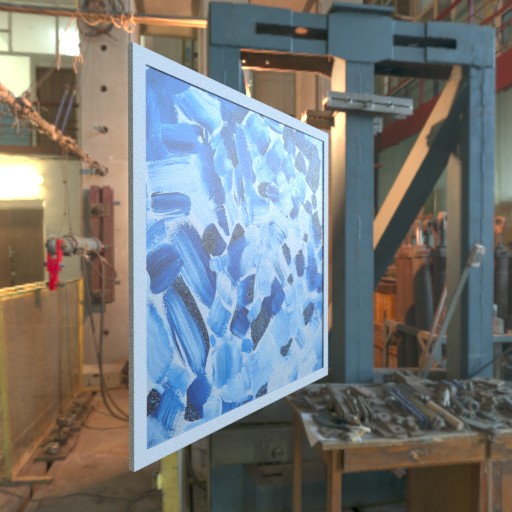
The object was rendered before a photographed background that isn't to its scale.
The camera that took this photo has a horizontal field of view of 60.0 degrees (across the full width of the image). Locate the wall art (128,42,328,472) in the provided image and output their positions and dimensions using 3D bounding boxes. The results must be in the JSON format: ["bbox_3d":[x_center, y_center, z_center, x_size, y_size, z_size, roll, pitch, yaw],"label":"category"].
[{"bbox_3d":[0.000,0.000,1.170,0.015,0.812,0.812,1,1,36],"label":"wall art"}]
